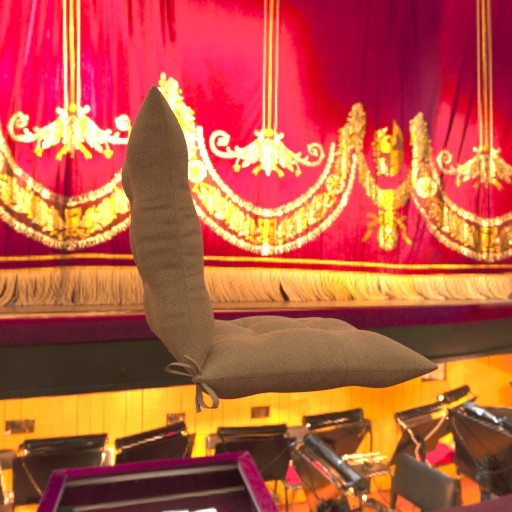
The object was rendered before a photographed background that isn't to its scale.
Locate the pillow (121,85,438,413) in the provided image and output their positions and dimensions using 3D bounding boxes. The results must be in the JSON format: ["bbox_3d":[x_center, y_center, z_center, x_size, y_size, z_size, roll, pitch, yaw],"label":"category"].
[{"bbox_3d":[0.000,0.000,1.002,0.585,0.536,0.541,0,-1,-17],"label":"pillow"}]
